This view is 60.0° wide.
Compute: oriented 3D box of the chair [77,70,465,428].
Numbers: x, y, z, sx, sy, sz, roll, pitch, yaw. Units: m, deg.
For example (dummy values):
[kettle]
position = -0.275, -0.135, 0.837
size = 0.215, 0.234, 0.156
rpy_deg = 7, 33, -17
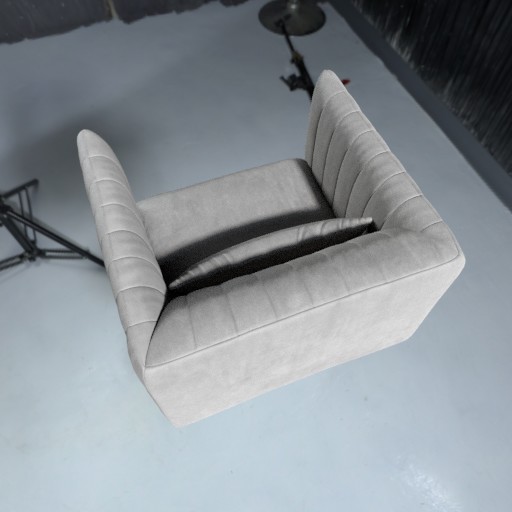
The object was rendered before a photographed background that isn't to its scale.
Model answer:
[chair]
position = 0.000, 0.000, 1.614
size = 0.981, 0.779, 0.873
rpy_deg = -18, 60, -11
